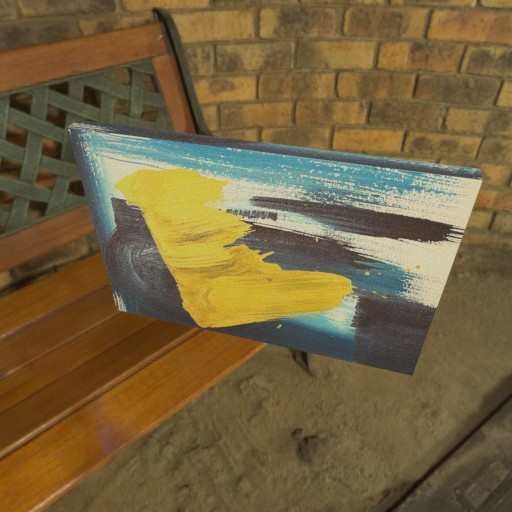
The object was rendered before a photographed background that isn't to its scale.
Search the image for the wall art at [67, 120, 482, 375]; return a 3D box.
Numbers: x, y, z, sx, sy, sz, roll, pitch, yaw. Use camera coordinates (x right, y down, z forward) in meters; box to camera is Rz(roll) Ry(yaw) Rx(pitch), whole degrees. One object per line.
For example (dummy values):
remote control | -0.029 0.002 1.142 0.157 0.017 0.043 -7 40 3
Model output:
wall art | 0.000 0.000 0.768 0.609 0.406 0.033 10 40 13
